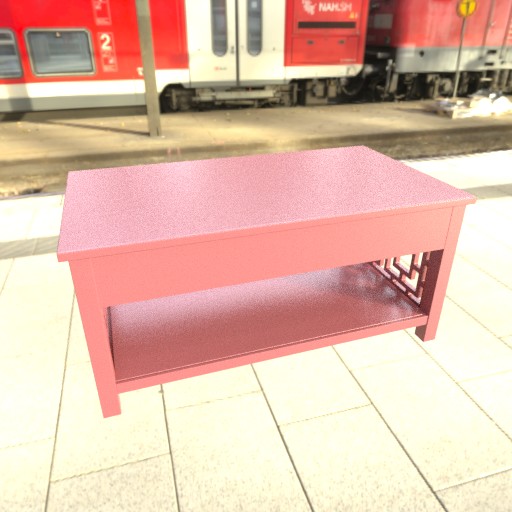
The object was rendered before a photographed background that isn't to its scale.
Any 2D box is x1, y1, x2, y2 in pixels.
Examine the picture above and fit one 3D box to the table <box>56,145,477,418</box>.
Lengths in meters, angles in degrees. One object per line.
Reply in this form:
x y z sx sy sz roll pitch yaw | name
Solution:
0.000 0.000 1.431 1.068 0.493 0.612 -9 29 -16 | table
